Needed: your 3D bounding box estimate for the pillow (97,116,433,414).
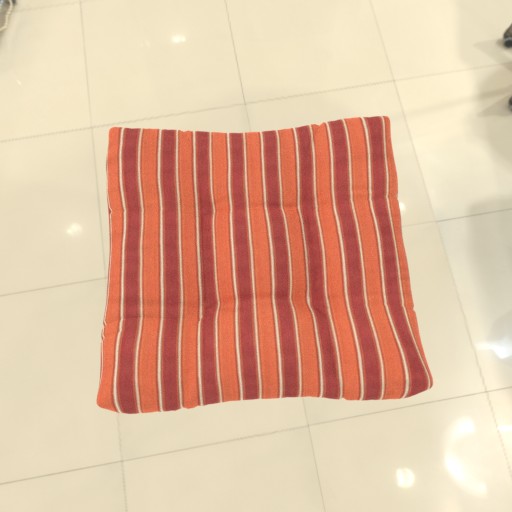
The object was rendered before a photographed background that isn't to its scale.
[{"bbox_3d":[0.000,0.000,0.724,0.490,0.133,0.468,-3,75,-1],"label":"pillow"}]
